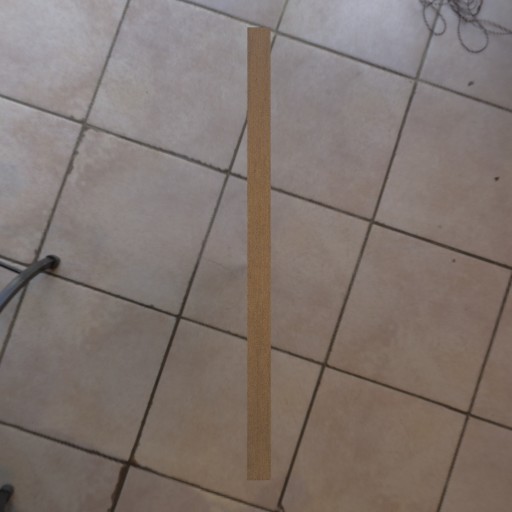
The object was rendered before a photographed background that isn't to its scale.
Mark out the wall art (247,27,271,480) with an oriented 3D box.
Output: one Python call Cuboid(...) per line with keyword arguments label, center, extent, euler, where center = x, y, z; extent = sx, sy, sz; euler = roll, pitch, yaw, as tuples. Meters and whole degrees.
Cuboid(label="wall art", center=(0.000, 0.000, 1.120), extent=(0.039, 0.758, 0.758), euler=(0, 89, -1))
